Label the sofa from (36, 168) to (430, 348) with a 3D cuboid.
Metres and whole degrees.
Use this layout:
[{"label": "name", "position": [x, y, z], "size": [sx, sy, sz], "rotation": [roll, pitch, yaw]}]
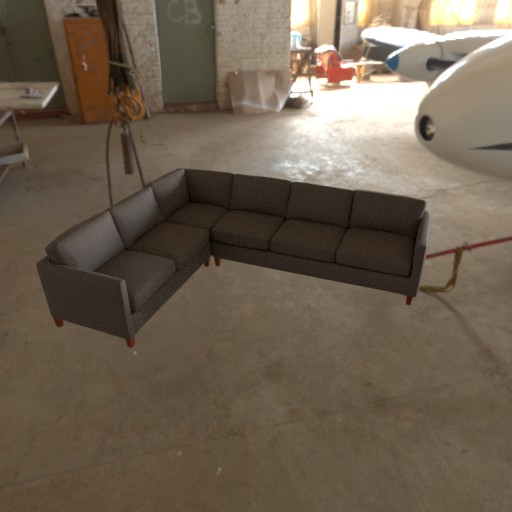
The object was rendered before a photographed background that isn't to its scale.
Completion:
[{"label": "sofa", "position": [0.000, 0.000, 4.604], "size": [3.302, 0.947, 2.593], "rotation": [11, 31, 18]}]
